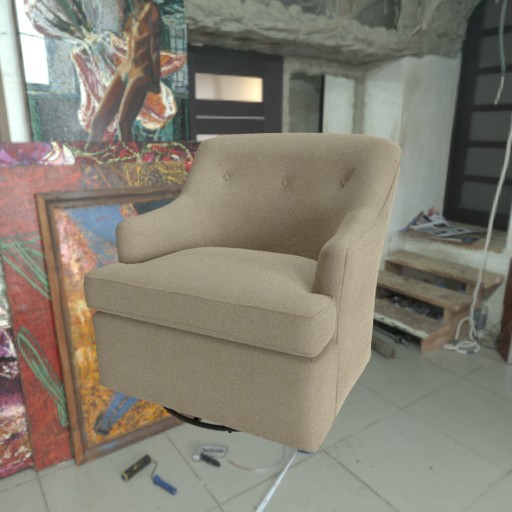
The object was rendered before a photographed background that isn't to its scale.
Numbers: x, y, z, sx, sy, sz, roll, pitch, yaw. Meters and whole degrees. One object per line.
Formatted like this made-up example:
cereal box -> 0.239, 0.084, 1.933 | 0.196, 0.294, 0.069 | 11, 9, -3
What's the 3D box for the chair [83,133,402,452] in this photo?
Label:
chair -> 0.000, 0.000, 1.594 | 0.864, 0.856, 0.923 | 7, 17, 25
